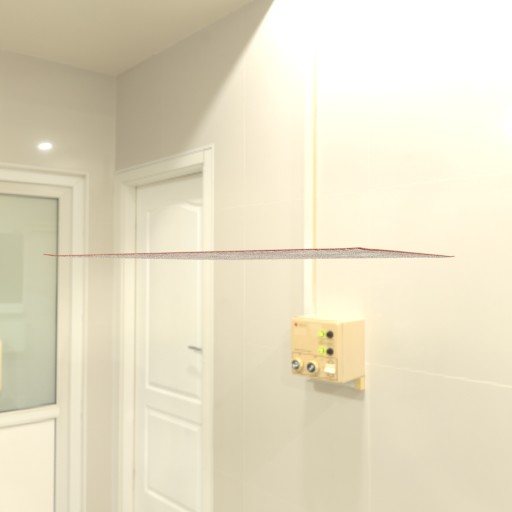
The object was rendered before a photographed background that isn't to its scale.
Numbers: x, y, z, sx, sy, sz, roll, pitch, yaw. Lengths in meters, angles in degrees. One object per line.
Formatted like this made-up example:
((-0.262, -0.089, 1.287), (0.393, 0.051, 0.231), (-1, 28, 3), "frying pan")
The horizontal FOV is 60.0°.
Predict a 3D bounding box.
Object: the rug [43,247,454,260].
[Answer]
((0.000, 0.000, 4.244), (3.086, 0.030, 2.489), (-1, -2, 35), "rug")
